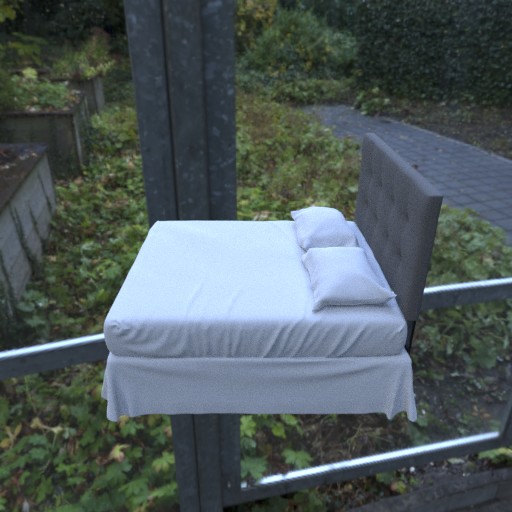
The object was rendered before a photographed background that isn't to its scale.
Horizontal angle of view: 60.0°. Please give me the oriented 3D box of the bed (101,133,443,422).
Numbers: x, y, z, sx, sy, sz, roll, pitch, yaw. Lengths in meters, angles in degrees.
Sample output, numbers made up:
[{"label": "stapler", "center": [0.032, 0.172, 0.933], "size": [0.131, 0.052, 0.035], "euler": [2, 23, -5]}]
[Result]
[{"label": "bed", "center": [0.000, 0.000, 3.477], "size": [2.222, 1.577, 1.936], "euler": [0, 27, 0]}]
